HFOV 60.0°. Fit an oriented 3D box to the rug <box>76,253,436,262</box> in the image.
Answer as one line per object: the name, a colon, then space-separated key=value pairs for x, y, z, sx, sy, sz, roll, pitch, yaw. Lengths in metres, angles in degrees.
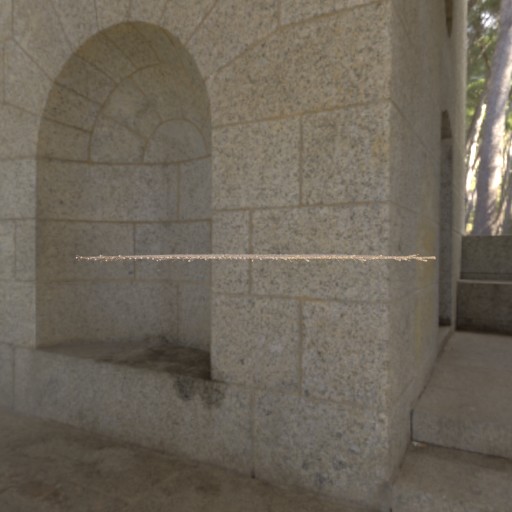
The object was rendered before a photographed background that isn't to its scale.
rug: x=0.000 y=0.000 z=3.114 sx=1.528 sy=0.034 sz=2.523 roll=0 pitch=0 yaw=0
